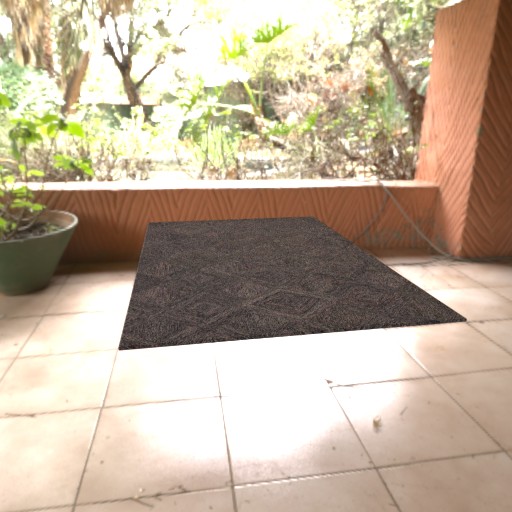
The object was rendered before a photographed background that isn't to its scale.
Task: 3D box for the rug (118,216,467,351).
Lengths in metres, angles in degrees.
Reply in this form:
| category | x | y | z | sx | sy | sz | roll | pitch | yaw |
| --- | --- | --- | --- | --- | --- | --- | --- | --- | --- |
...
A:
| category | x | y | z | sx | sy | sz | roll | pitch | yaw |
| --- | --- | --- | --- | --- | --- | --- | --- | --- | --- |
| rug | 0.000 | 0.000 | 2.930 | 1.501 | 0.017 | 2.298 | -3 | 17 | -10 |
